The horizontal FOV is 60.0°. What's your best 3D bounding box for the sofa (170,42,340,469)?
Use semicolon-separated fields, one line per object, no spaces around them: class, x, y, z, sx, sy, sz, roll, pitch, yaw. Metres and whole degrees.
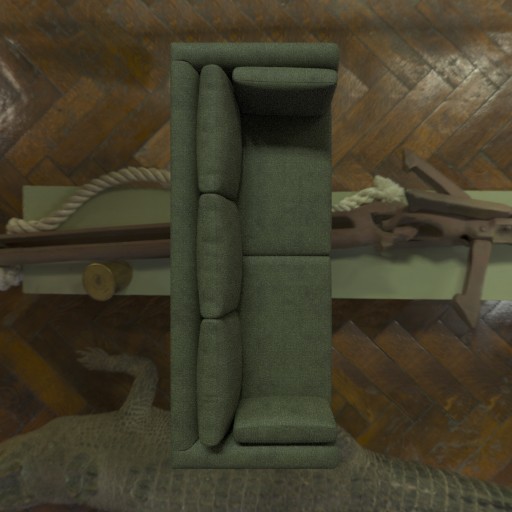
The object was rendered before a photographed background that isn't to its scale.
sofa;0.000;0.000;2.815;0.969;0.867;2.415;0;90;0
